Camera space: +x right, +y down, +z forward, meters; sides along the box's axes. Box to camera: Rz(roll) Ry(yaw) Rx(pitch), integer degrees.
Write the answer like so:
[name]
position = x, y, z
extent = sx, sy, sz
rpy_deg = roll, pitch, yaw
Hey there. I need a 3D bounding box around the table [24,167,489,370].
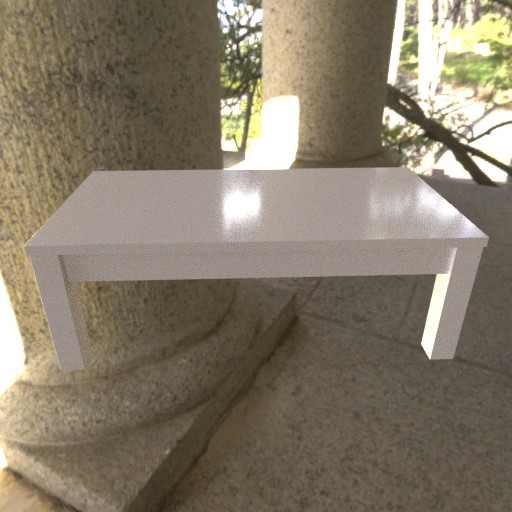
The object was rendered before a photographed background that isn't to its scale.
[table]
position = 0.000, 0.000, 1.703
extent = 1.350, 0.470, 0.700
rpy_deg = -1, 28, -2
